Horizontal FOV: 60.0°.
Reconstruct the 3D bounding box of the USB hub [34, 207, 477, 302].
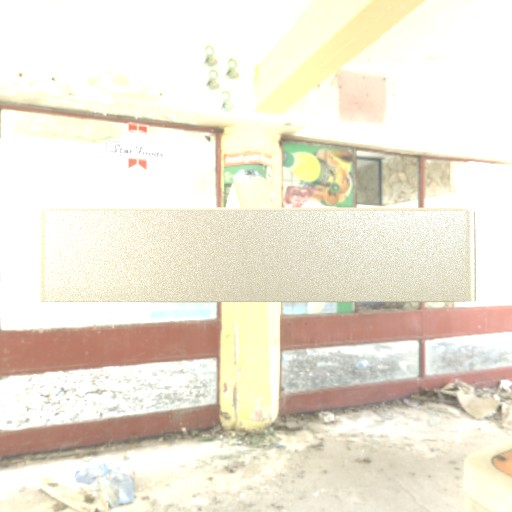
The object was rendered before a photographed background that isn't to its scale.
[{"bbox_3d":[0.000,0.000,0.129,0.110,0.023,0.044,0,-1,-1],"label":"USB hub"}]
